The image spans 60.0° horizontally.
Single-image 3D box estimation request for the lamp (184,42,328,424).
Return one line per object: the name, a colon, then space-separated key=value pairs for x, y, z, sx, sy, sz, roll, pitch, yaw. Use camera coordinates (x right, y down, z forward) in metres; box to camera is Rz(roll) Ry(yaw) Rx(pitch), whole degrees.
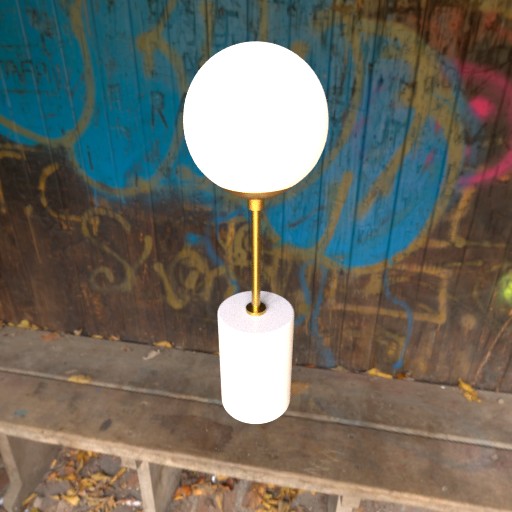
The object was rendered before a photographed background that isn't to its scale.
lamp: x=0.000 y=0.000 z=0.551 sx=0.153 sy=0.480 sz=0.153 roll=0 pitch=28 yaw=0
